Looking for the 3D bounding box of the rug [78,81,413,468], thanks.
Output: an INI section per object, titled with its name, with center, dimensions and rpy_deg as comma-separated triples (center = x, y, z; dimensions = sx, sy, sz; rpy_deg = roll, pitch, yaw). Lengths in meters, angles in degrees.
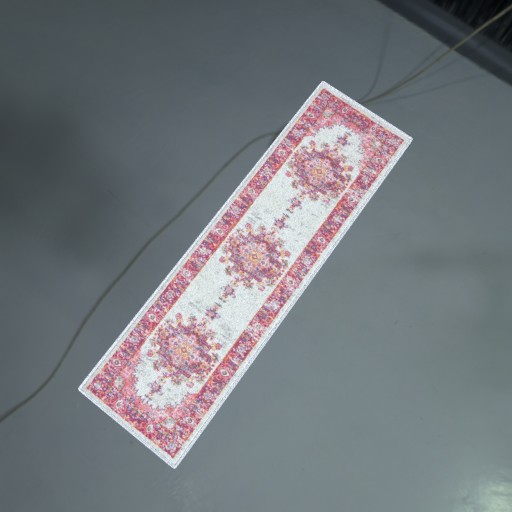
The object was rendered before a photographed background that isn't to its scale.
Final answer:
[rug]
center = 0.000, 0.000, 2.511
dimensions = 0.666, 0.011, 2.294
rpy_deg = 36, 80, 8
